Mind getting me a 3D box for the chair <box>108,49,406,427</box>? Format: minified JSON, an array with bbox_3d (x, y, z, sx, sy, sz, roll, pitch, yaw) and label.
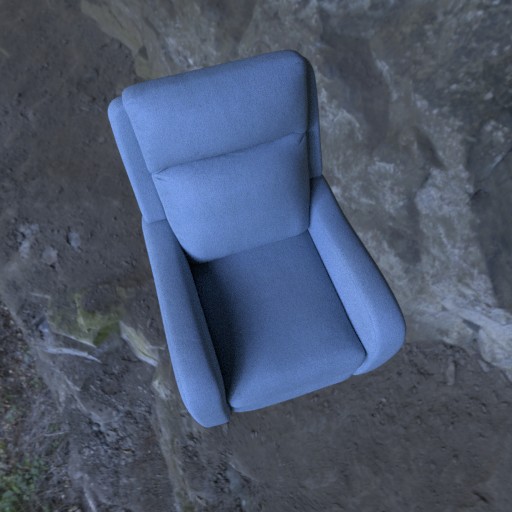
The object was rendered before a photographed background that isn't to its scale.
[{"bbox_3d":[0.000,0.000,1.671,0.785,1.067,0.988,-17,64,-8],"label":"chair"}]
